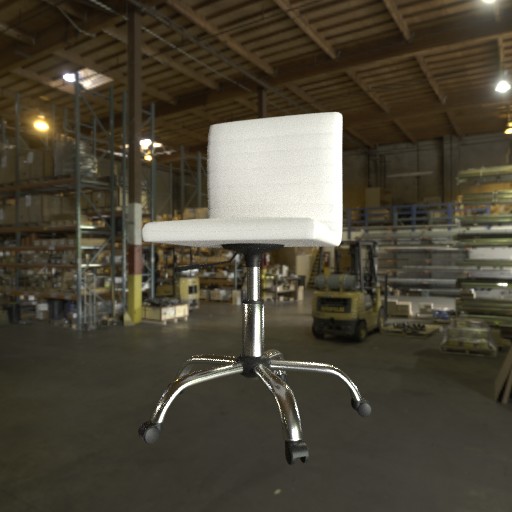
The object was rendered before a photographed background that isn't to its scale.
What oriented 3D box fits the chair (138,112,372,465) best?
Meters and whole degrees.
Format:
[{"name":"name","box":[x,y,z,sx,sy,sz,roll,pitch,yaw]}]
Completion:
[{"name":"chair","box":[0.000,0.000,1.111,0.556,0.780,0.530,0,0,18]}]
